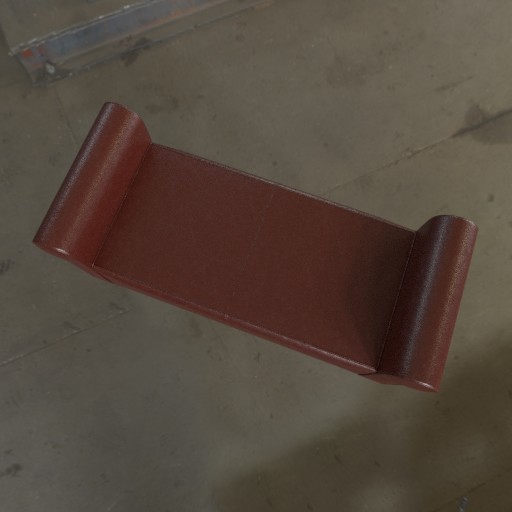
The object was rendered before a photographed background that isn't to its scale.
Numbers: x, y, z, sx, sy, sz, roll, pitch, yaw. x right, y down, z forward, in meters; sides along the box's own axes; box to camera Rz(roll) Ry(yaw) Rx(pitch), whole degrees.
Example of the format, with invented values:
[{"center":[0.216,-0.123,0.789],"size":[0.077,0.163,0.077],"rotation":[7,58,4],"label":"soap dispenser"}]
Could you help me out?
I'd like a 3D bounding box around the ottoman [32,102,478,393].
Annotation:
[{"center":[0.000,0.000,1.551],"size":[1.256,0.547,0.521],"rotation":[20,76,5],"label":"ottoman"}]
